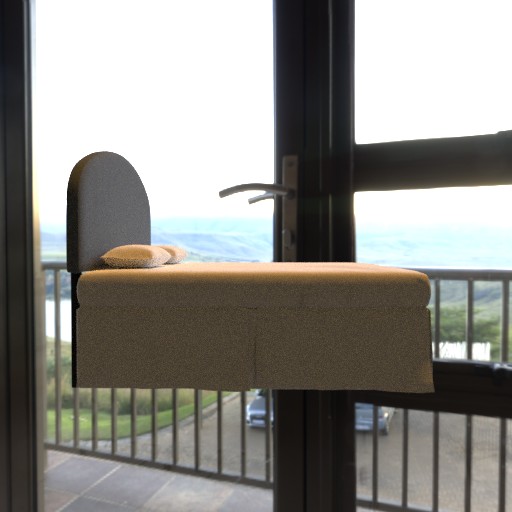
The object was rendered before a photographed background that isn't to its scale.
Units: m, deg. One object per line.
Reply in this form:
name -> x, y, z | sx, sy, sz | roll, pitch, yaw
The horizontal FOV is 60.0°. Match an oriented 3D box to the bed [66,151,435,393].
bed -> 0.000, 0.000, 3.102 | 2.005, 1.410, 1.607 | 0, 1, 1
